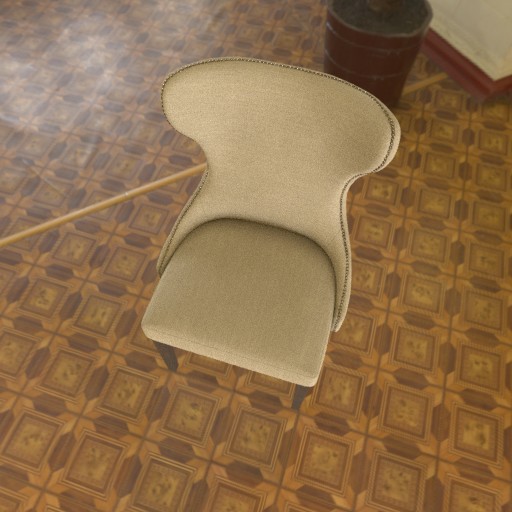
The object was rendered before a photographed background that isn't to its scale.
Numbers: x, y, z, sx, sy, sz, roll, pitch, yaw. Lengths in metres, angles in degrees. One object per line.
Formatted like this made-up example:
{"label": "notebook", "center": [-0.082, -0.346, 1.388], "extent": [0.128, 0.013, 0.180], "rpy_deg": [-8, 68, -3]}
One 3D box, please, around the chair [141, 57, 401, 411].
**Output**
{"label": "chair", "center": [0.000, 0.000, 1.390], "extent": [0.628, 0.967, 0.635], "rpy_deg": [15, 60, 9]}
